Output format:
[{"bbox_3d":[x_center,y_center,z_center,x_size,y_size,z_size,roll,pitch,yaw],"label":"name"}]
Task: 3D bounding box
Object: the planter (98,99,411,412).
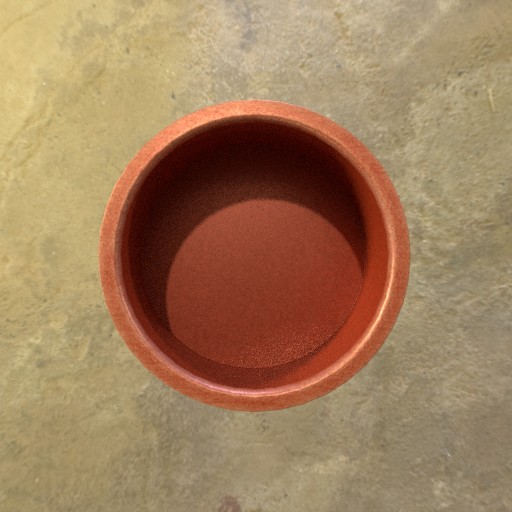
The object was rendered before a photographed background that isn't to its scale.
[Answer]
[{"bbox_3d":[0.000,0.000,0.712,0.354,0.465,0.345,0,90,-1],"label":"planter"}]
